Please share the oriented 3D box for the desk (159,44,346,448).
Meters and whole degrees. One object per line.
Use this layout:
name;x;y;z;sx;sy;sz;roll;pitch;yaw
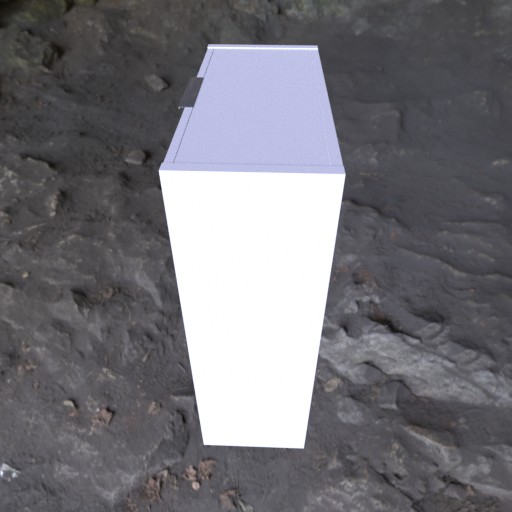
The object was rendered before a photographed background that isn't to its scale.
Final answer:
desk;0.000;0.000;1.600;0.390;1.190;0.850;1;41;2
